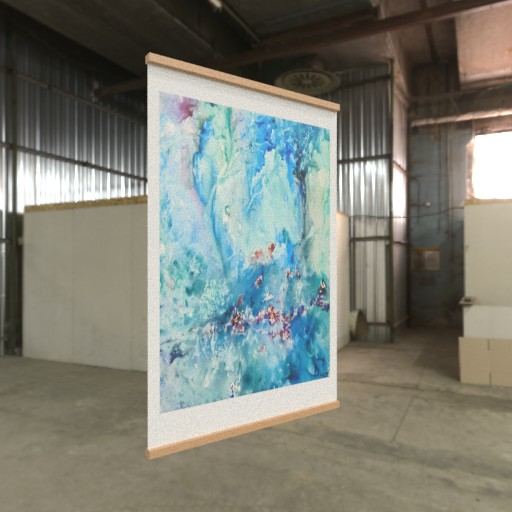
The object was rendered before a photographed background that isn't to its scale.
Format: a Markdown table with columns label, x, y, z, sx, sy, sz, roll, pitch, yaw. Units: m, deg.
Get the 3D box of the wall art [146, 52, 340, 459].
| label | x | y | z | sx | sy | sz | roll | pitch | yaw |
| --- | --- | --- | --- | --- | --- | --- | --- | --- | --- |
| wall art | 0.000 | 0.000 | 0.787 | 0.401 | 0.611 | 0.016 | 0 | 0 | -35 |
